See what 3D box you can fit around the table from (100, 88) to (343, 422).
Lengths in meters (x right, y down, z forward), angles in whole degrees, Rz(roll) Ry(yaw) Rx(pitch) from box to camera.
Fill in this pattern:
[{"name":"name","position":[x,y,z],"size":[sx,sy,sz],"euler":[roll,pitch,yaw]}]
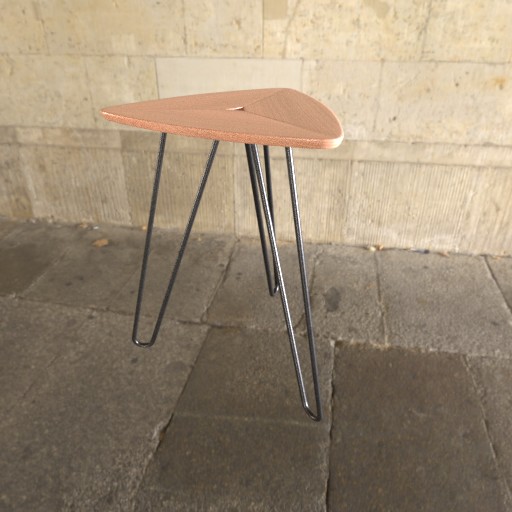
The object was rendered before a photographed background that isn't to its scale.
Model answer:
[{"name":"table","position":[0.000,0.000,0.902],"size":[0.442,0.564,0.455],"euler":[-18,34,-29]}]
